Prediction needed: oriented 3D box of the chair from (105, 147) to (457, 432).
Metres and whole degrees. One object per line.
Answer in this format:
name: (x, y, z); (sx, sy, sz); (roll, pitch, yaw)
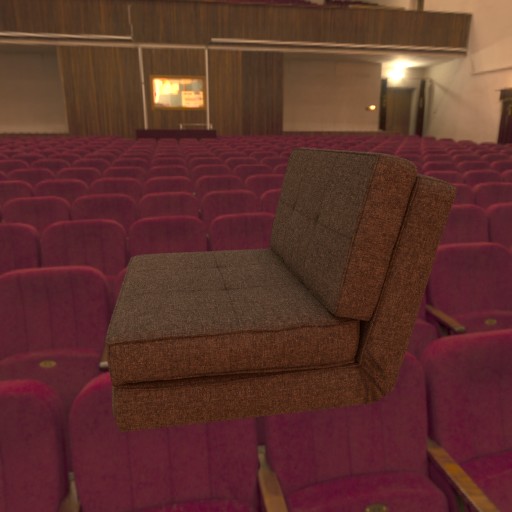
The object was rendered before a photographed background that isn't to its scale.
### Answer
chair: (0.000, 0.000, 1.320); (0.800, 0.615, 0.740); (-3, 15, -10)
